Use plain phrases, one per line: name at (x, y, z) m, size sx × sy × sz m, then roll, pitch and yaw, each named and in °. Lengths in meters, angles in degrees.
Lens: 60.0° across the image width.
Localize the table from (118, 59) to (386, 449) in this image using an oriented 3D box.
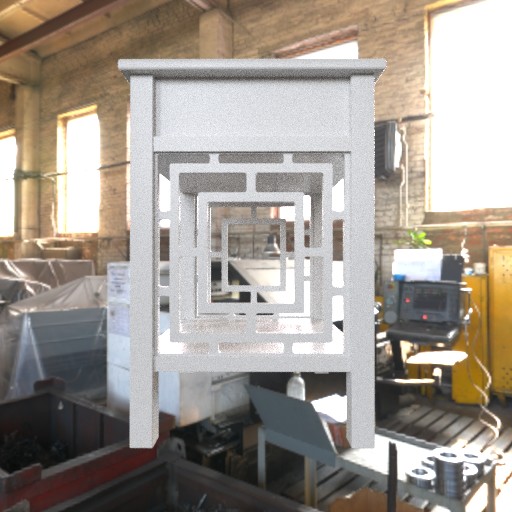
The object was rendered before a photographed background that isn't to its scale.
table at (0.000, 0.000, 1.007) m, size 0.451 × 0.646 × 0.564 m, roll 0°, pitch 0°, yaw 0°
